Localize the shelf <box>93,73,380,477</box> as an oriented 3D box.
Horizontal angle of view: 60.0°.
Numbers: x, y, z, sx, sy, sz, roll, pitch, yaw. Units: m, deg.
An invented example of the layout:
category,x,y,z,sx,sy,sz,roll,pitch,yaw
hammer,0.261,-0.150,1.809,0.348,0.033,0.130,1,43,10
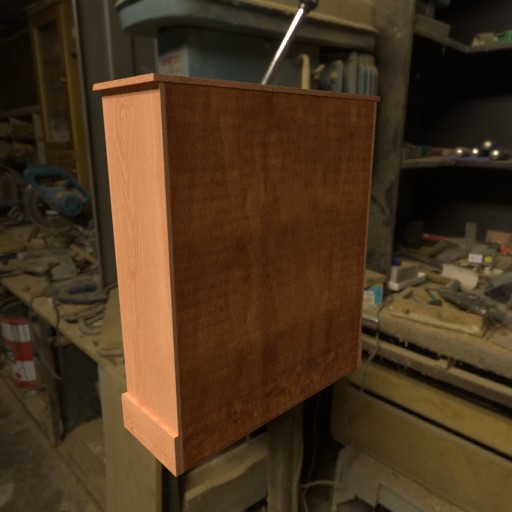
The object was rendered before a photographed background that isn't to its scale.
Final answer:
category,x,y,z,sx,sy,sz,roll,pitch,yaw
shelf,0.000,0.000,1.402,0.840,0.980,0.291,-14,21,-41
